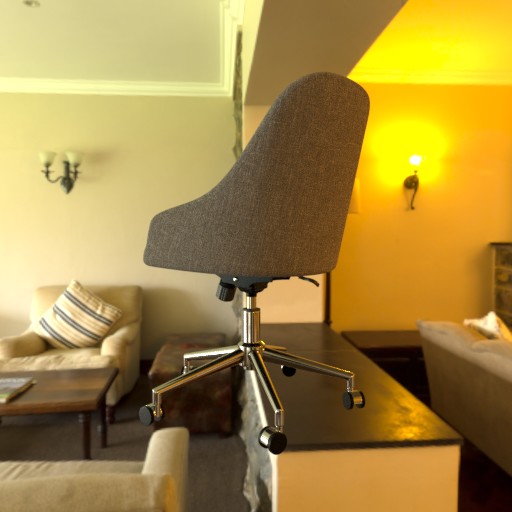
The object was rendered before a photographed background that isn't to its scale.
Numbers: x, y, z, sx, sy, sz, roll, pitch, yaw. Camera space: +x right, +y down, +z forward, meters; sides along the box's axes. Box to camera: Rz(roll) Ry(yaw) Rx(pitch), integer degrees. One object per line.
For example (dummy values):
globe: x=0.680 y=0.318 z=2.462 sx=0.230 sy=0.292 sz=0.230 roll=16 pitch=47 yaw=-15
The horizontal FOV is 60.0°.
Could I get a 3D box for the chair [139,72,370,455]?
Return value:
chair: x=0.000 y=0.000 z=1.424 sx=0.712 sy=0.950 sz=0.671 roll=2 pitch=3 yaw=36
